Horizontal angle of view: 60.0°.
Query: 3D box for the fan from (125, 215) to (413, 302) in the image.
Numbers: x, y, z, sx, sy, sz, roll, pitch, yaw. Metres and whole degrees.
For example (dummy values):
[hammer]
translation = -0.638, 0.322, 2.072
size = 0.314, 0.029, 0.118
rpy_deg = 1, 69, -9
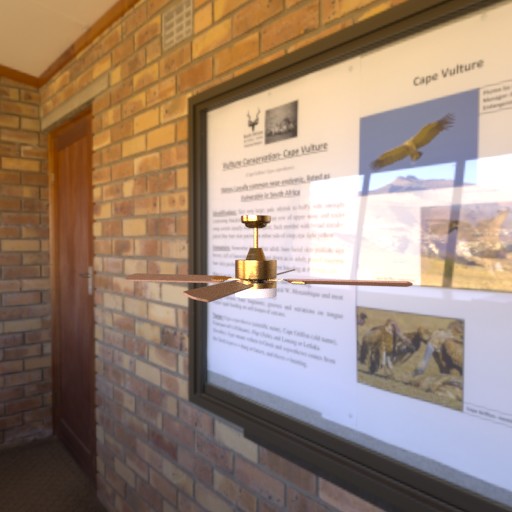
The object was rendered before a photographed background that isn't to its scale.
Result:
[fan]
translation = 0.000, 0.000, 1.976
size = 1.320, 0.355, 1.320
rpy_deg = 1, 2, 17
